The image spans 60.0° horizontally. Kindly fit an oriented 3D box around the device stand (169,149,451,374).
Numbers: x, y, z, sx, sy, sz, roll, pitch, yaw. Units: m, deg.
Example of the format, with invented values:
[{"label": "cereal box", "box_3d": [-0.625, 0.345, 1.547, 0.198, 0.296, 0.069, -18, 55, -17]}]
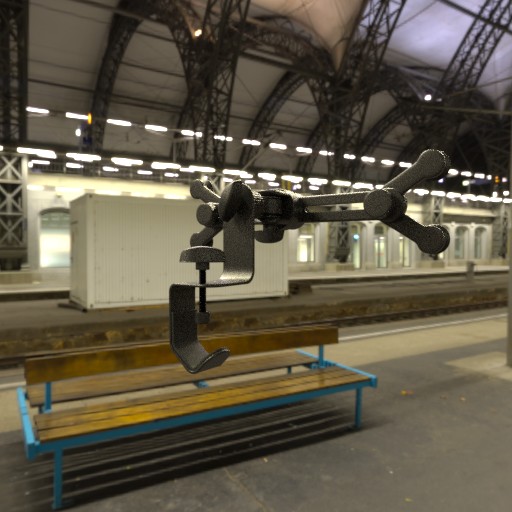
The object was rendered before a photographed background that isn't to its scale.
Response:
[{"label": "device stand", "box_3d": [0.000, 0.000, 0.367, 0.270, 0.166, 0.142, 1, 1, 37]}]
